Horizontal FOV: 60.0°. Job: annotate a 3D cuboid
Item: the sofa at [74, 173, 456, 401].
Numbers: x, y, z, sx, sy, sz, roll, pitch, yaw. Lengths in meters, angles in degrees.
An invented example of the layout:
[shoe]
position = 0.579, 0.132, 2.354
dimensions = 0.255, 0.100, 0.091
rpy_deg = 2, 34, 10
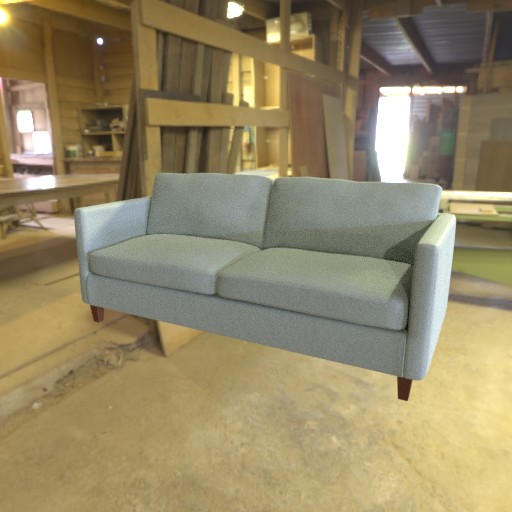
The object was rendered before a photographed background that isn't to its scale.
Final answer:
[sofa]
position = 0.000, 0.000, 2.782
dimensions = 2.208, 0.965, 0.951
rpy_deg = 8, 16, 27
